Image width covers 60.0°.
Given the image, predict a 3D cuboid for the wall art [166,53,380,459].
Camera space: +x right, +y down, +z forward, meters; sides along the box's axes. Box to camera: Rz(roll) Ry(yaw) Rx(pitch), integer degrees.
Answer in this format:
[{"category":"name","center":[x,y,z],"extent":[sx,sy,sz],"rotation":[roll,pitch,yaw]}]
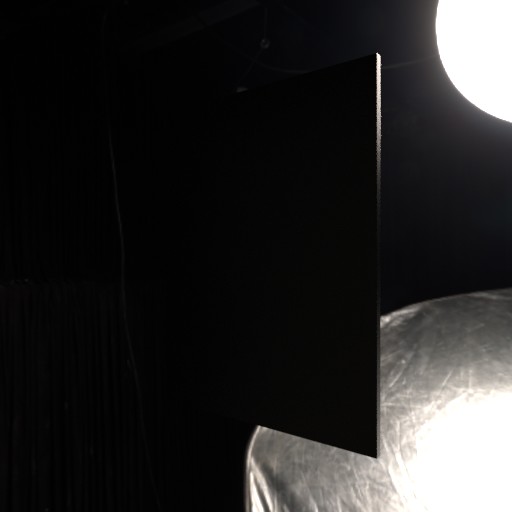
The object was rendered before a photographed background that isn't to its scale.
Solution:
[{"category":"wall art","center":[0.000,0.000,0.773],"extent":[0.442,0.582,0.013],"rotation":[0,0,37]}]
